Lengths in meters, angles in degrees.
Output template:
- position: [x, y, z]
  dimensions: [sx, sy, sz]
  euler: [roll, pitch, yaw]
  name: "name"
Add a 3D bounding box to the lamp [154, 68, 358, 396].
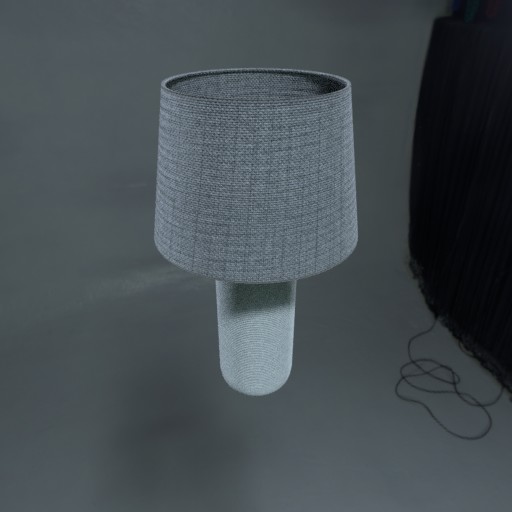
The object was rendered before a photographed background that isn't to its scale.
- position: [0.000, 0.000, 0.577]
  dimensions: [0.251, 0.429, 0.251]
  euler: [0, 30, 0]
  name: "lamp"
